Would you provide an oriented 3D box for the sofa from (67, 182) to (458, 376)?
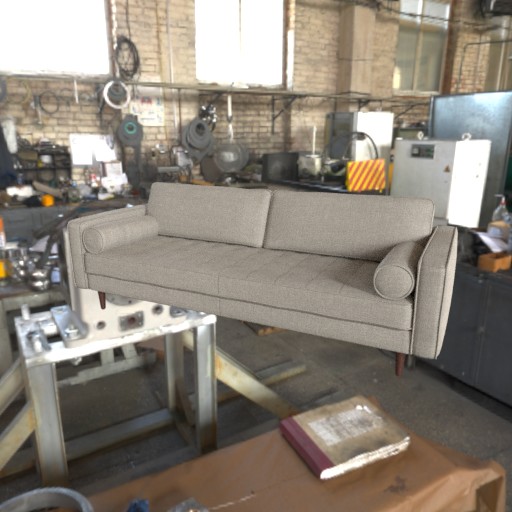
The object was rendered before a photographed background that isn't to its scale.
[{"bbox_3d":[0.000,0.000,2.703,2.211,0.762,0.914,7,17,25],"label":"sofa"}]
